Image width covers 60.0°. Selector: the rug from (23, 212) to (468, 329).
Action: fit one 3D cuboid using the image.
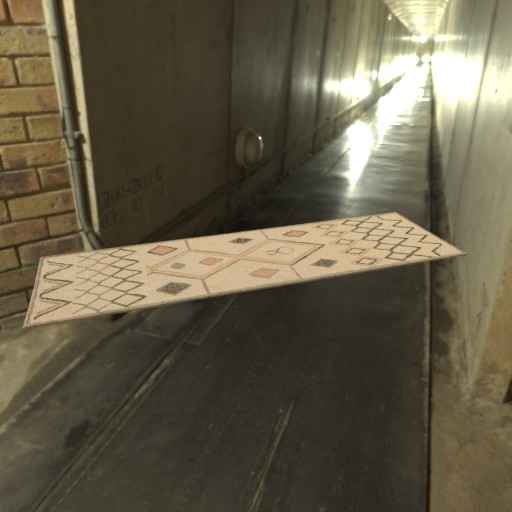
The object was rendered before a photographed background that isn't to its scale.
[{"bbox_3d":[0.000,0.000,2.640,2.435,0.011,0.750,-8,27,-16],"label":"rug"}]
